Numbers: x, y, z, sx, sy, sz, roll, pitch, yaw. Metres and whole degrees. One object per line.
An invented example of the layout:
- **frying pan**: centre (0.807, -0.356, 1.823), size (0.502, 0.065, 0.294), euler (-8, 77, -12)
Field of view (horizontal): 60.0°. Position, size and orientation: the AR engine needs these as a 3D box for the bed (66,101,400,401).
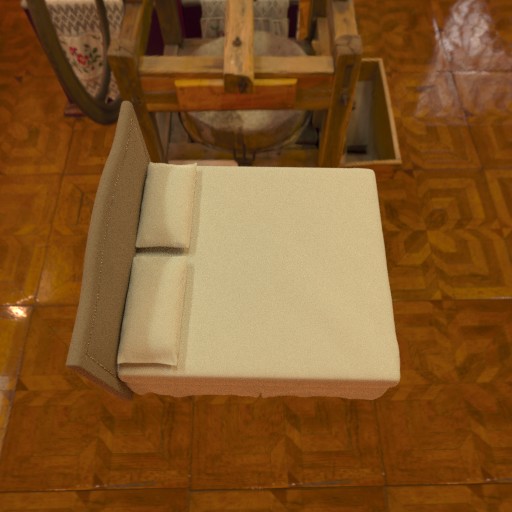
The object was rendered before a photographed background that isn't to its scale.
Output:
- **bed**: centre (0.000, 0.000, 3.547), size (2.182, 1.421, 2.083), euler (1, 63, 1)
